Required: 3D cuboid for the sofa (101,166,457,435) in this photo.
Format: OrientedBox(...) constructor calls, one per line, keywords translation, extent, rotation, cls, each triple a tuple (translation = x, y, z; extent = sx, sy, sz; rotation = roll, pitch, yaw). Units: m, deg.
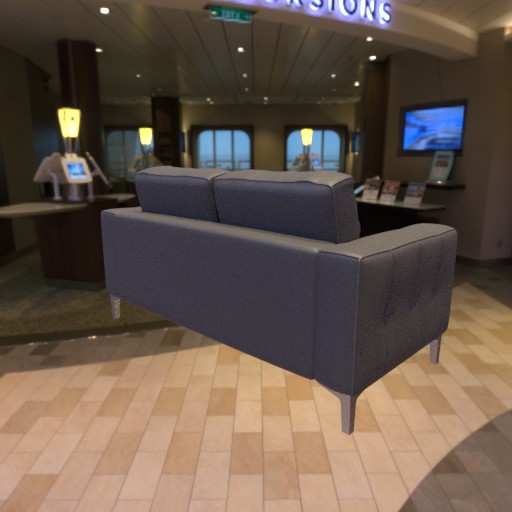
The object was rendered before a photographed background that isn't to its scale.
OrientedBox(translation=(0.000, 0.000, 2.270), extent=(1.726, 0.893, 0.833), rotation=(12, 18, 43), cls="sofa")
